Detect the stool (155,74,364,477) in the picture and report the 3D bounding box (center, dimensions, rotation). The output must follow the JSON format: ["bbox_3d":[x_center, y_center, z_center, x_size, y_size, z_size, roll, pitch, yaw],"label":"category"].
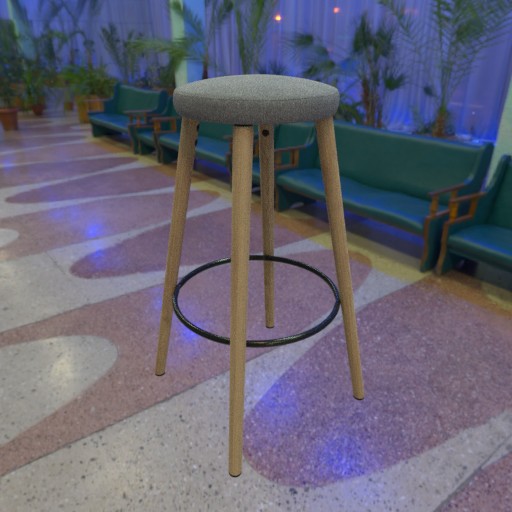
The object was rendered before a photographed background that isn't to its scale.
[{"bbox_3d":[0.000,0.000,1.019,0.410,0.770,0.410,-18,31,-31],"label":"stool"}]
